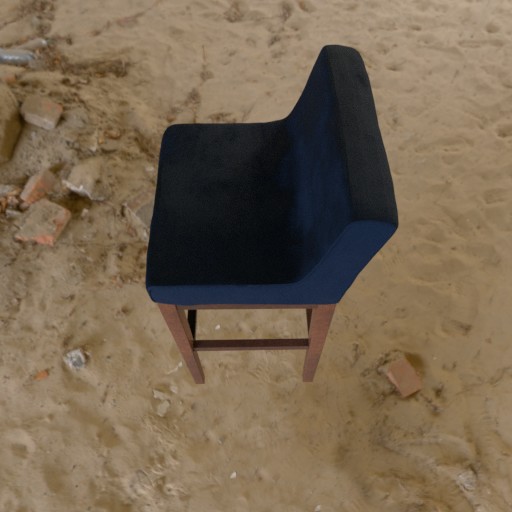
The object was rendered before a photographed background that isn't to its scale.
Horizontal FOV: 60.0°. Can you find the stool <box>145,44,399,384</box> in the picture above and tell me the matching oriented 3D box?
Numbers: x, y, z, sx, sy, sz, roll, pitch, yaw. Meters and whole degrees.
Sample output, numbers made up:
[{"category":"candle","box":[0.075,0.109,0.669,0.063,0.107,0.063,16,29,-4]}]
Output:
[{"category":"stool","box":[0.000,0.000,1.307,0.500,1.037,0.511,-1,59,-1]}]
